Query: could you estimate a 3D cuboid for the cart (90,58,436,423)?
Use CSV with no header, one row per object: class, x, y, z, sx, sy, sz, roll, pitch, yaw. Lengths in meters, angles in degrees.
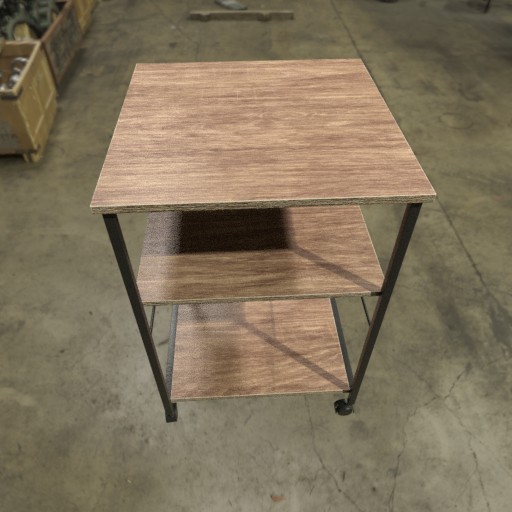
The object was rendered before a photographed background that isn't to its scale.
cart,0.000,0.000,1.117,0.521,0.762,0.520,-2,45,-2
